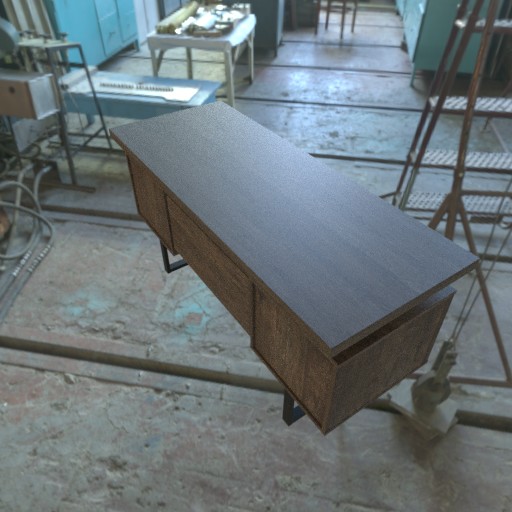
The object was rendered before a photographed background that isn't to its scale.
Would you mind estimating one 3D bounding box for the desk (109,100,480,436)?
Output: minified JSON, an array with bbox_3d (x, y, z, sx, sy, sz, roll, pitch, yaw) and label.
[{"bbox_3d":[0.000,0.000,1.936,0.600,0.760,1.524,-24,46,-26],"label":"desk"}]
